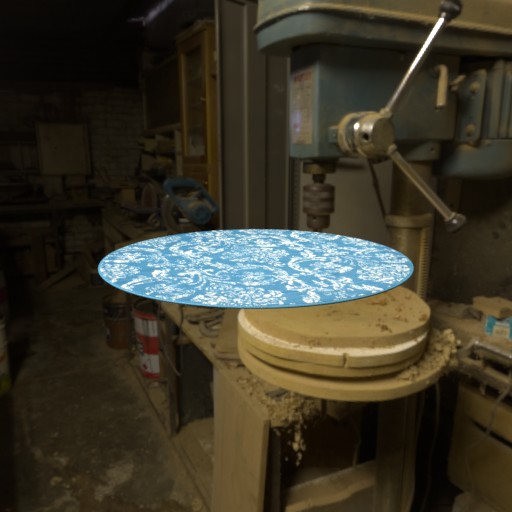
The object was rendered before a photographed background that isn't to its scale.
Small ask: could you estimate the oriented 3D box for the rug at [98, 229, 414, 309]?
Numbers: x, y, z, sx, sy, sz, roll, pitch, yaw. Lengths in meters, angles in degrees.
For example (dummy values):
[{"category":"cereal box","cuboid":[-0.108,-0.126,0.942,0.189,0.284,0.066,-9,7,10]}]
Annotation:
[{"category":"rug","cuboid":[0.000,0.000,2.366,1.593,0.012,1.593,0,14,0]}]
